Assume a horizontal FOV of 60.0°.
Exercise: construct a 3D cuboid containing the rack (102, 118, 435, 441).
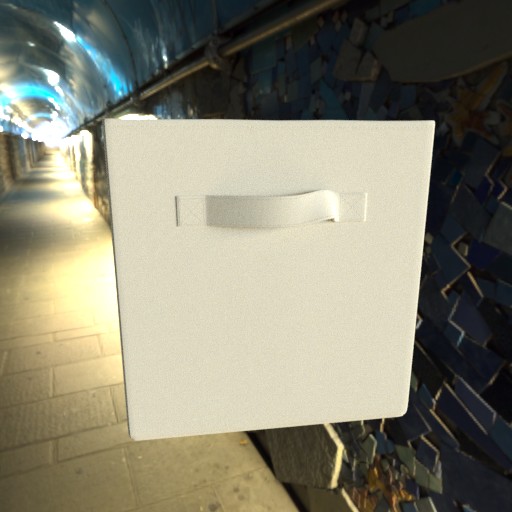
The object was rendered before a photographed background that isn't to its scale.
[{"bbox_3d":[0.000,0.000,0.493,0.270,0.280,0.270,-2,15,-8],"label":"rack"}]
